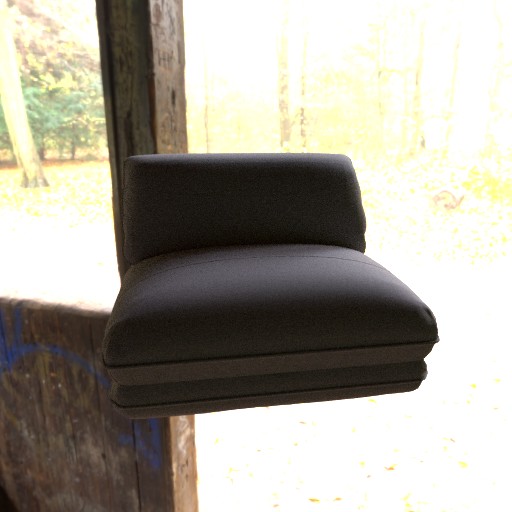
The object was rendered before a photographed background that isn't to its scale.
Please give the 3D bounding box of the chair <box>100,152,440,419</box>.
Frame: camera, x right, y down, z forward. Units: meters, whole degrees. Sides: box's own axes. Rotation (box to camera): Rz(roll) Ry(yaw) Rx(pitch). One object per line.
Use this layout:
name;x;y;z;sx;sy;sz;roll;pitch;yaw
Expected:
chair;0.000;0.000;1.336;0.820;0.580;0.780;-3;16;-9
